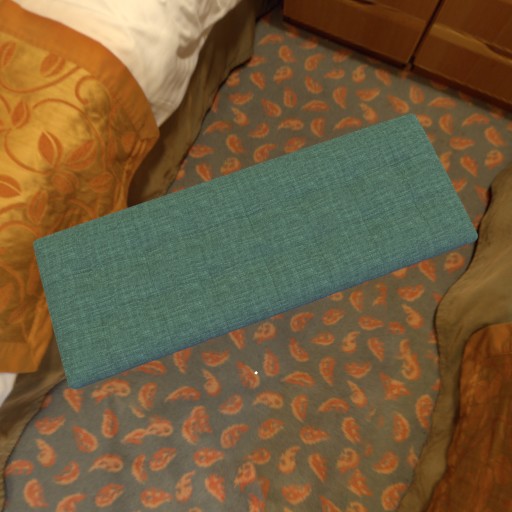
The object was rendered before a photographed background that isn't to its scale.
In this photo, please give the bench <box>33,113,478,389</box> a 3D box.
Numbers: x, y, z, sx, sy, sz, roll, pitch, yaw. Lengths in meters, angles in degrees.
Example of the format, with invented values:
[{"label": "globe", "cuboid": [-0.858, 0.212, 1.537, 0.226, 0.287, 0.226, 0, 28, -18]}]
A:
[{"label": "bench", "cuboid": [0.000, 0.000, 1.336, 1.118, 0.432, 0.406, -20, 76, -5]}]
